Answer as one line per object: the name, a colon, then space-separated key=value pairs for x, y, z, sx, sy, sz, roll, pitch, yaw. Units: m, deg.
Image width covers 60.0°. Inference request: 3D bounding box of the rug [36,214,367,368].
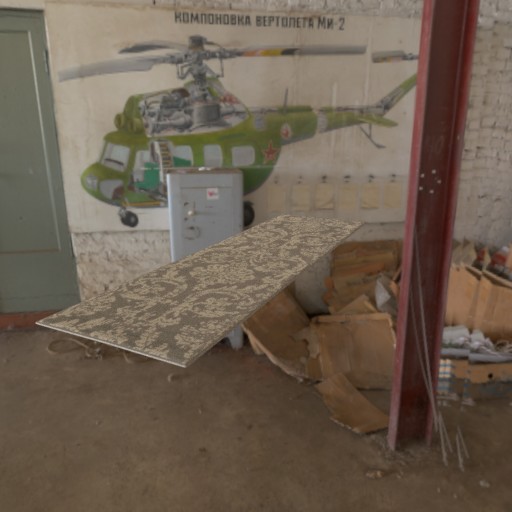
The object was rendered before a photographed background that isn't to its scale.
rug: x=0.000 y=0.000 z=2.382 sx=0.662 sy=0.011 sz=2.196 roll=8 pitch=19 yaw=26
